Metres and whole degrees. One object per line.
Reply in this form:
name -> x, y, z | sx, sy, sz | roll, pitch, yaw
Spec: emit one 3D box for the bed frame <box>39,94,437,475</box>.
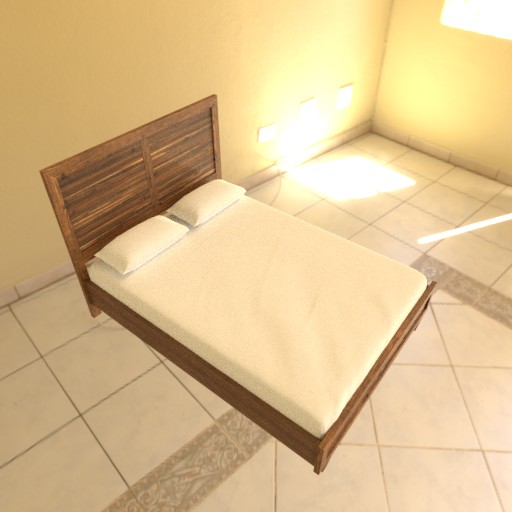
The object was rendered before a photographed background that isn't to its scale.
bed frame -> 0.000, 0.000, 3.330 | 2.276, 1.417, 1.696 | 27, 47, 28
